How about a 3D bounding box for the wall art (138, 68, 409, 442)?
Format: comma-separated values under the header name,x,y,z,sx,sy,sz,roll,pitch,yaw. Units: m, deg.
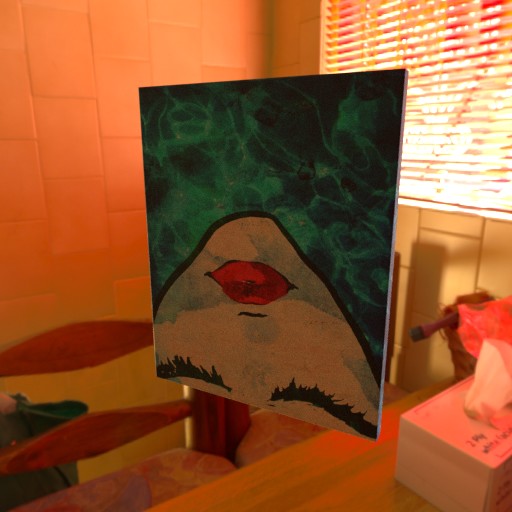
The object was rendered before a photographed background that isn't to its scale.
name,x,y,z,sx,sy,sz,roll,pitch,yaw
wall art,0.000,0.000,1.022,0.609,0.760,0.038,7,16,26
